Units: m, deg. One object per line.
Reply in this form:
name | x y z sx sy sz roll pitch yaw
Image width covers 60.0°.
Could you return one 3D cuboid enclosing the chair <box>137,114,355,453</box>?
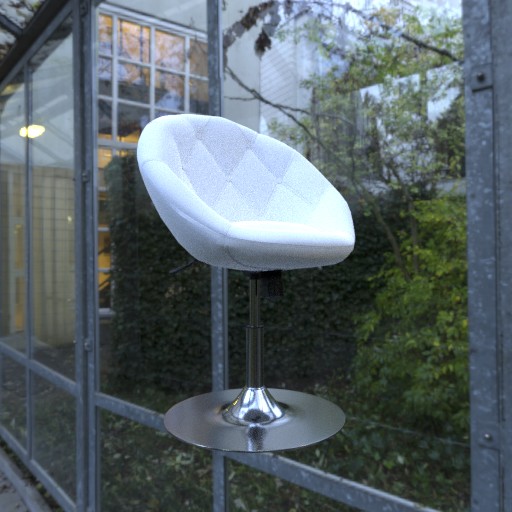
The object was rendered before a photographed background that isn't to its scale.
chair | 0.000 0.000 1.767 0.940 1.261 0.736 1 -1 -37
